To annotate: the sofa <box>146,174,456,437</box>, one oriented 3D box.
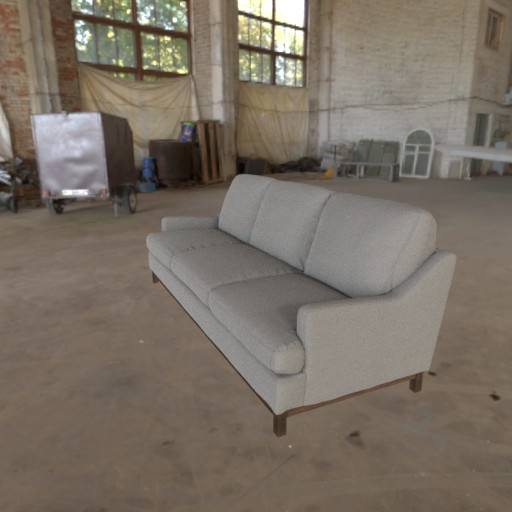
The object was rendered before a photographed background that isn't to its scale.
[{"bbox_3d":[0.000,0.000,2.929,0.987,0.926,2.344,-7,17,-25],"label":"sofa"}]
